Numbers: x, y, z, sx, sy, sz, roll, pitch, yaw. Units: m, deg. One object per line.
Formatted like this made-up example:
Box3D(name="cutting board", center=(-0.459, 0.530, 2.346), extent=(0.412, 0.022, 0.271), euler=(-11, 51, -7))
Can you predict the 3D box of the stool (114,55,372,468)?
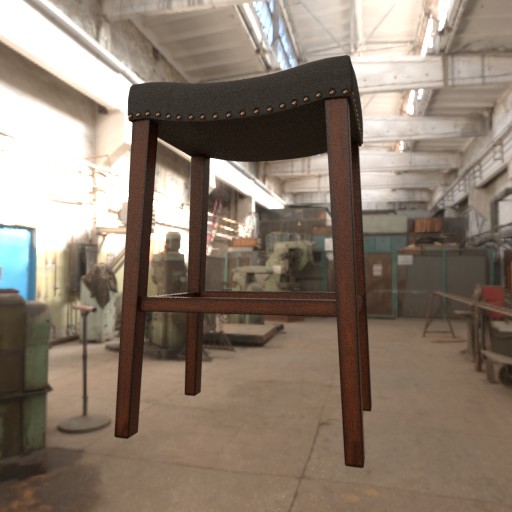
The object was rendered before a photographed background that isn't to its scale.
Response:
Box3D(name="stool", center=(0.000, 0.000, 1.032), extent=(0.502, 0.760, 0.366), euler=(-1, -2, 17))
